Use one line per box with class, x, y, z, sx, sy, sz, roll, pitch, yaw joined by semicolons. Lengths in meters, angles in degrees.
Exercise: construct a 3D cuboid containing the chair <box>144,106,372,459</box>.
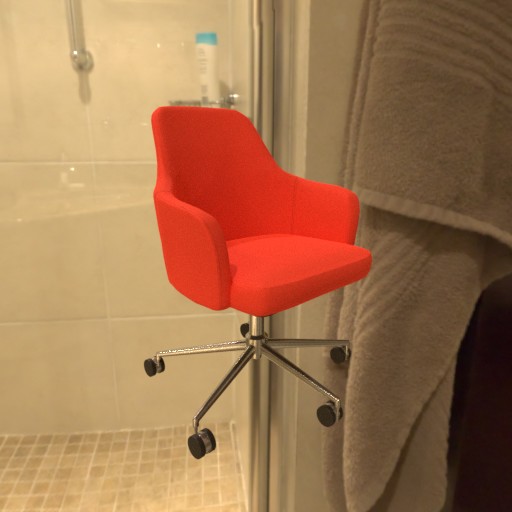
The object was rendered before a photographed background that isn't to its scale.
chair;0.000;0.000;1.250;0.655;0.820;0.600;-15;21;-43
